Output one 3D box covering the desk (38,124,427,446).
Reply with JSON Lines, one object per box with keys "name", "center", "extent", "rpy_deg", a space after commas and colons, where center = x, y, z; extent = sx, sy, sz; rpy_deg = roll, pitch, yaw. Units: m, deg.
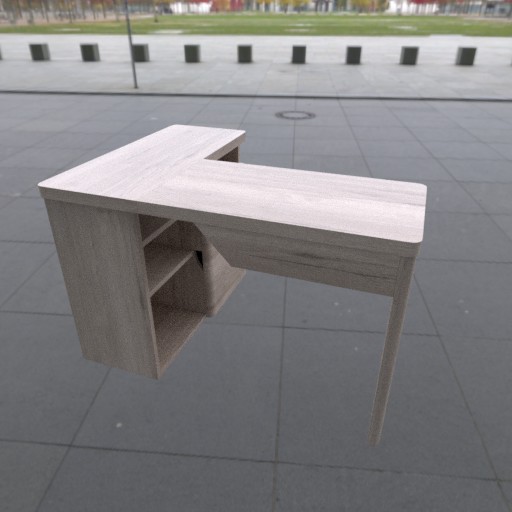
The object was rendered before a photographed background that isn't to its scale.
{"name": "desk", "center": [0.000, 0.000, 1.781], "extent": [1.169, 0.760, 0.900], "rpy_deg": [10, 31, 17]}
